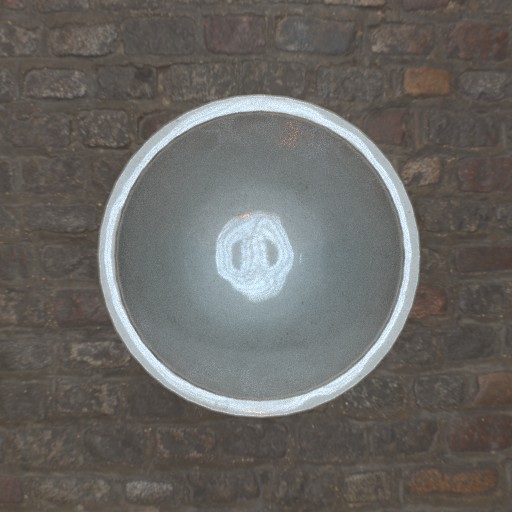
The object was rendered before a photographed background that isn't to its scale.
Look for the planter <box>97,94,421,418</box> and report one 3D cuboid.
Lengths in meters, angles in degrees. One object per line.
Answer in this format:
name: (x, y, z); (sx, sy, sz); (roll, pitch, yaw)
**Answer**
planter: (0.000, 0.000, 0.310); (0.173, 0.160, 0.173); (0, 90, -2)
